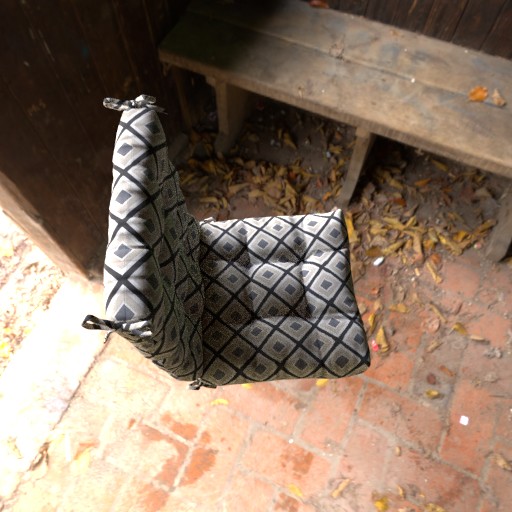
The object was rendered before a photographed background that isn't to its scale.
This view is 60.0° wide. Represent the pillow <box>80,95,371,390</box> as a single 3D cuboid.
[{"bbox_3d":[0.000,0.000,1.029,0.571,0.605,0.519,-4,64,-2],"label":"pillow"}]
